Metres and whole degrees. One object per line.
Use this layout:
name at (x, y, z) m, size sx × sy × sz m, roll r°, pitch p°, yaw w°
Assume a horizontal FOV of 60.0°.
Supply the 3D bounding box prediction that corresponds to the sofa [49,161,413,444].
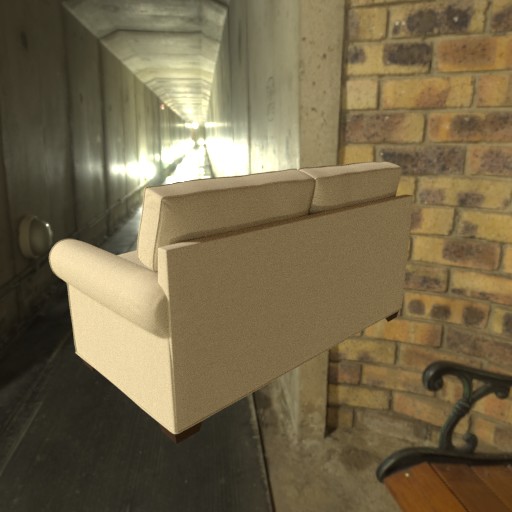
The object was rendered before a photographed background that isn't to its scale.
sofa at (0.000, 0.000, 2.294) m, size 1.774 × 0.933 × 0.861 m, roll -15°, pitch 23°, yaw -42°
